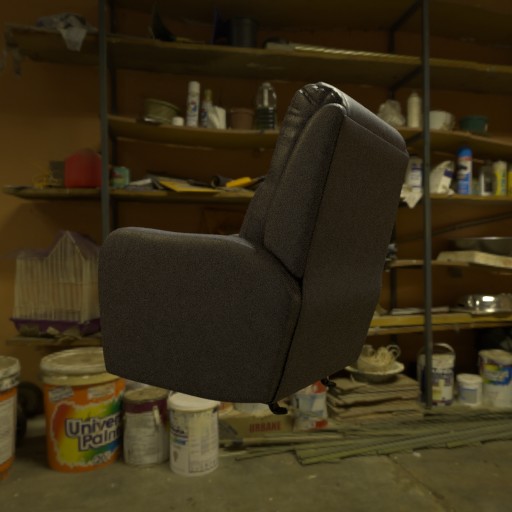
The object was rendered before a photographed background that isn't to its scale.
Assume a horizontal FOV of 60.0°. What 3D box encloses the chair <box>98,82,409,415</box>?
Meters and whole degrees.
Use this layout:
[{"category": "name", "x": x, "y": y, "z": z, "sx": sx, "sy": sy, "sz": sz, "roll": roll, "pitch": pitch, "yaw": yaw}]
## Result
[{"category": "chair", "x": 0.000, "y": 0.000, "z": 1.821, "sx": 1.067, "sy": 1.067, "sz": 0.865, "roll": 0, "pitch": 0, "yaw": 35}]
